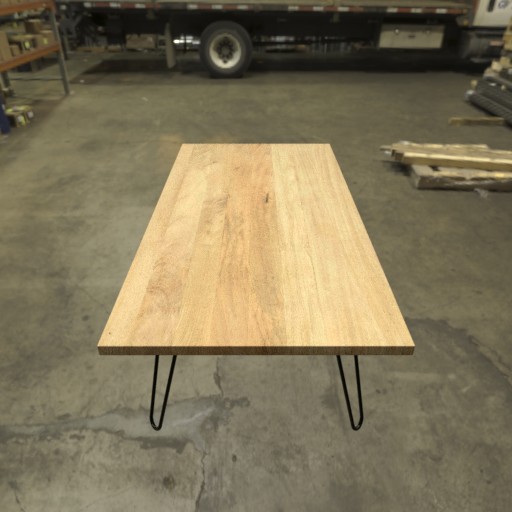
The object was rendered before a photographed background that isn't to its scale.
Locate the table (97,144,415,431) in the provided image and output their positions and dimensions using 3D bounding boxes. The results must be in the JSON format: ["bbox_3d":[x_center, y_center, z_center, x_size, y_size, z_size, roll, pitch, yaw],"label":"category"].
[{"bbox_3d":[0.000,0.000,1.646,0.699,0.400,1.348,0,33,0],"label":"table"}]
